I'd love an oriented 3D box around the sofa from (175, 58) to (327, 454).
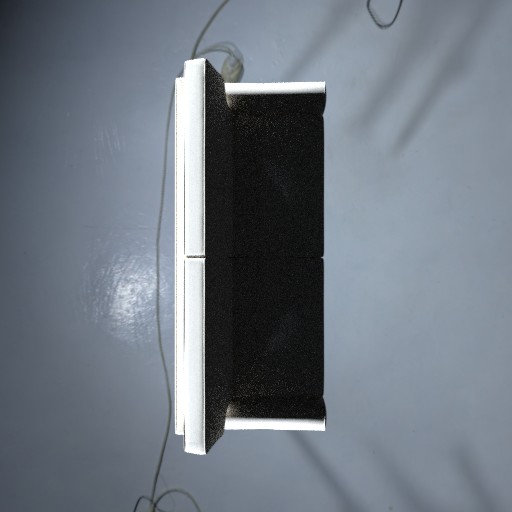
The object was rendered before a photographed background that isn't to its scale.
[{"bbox_3d":[0.000,0.000,2.595,0.862,0.937,2.021,0,90,0],"label":"sofa"}]
